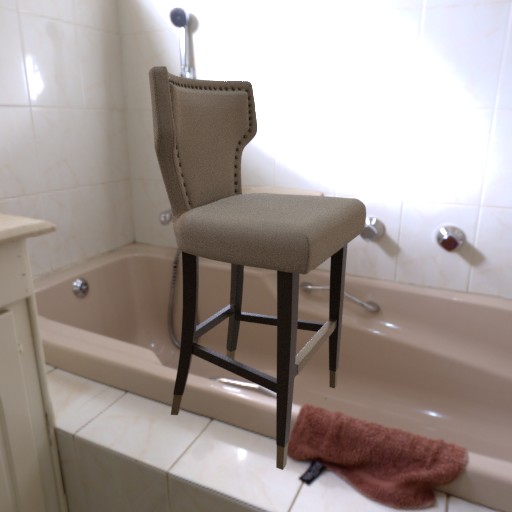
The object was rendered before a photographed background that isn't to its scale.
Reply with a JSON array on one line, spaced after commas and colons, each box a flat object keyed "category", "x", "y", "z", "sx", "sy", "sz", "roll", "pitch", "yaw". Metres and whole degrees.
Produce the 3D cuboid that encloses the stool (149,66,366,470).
[{"category": "stool", "x": 0.000, "y": 0.000, "z": 1.413, "sx": 0.563, "sy": 1.092, "sz": 0.526, "roll": 9, "pitch": 19, "yaw": 27}]
